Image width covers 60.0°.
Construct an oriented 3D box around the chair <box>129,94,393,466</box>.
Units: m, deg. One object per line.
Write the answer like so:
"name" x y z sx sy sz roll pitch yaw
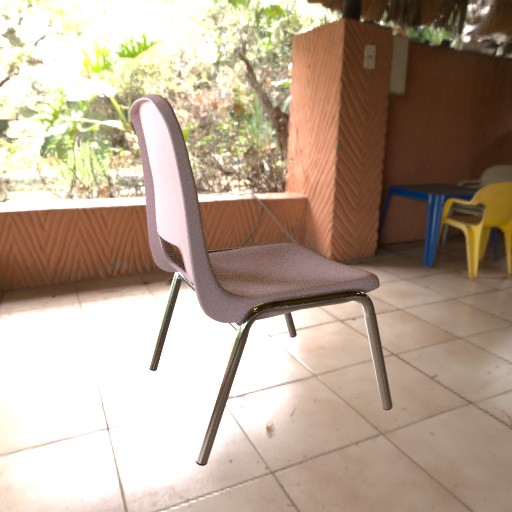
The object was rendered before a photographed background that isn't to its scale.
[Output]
"chair" 0.000 0.000 0.805 0.385 0.536 0.354 -7 16 -25
